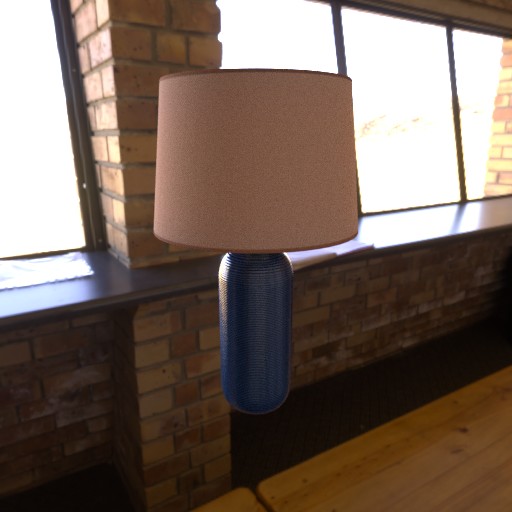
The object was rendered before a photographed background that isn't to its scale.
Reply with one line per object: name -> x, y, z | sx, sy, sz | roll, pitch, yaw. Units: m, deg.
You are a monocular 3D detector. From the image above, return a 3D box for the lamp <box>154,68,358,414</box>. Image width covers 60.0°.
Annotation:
lamp -> 0.000, 0.000, 0.828 | 0.367, 0.609, 0.367 | 0, 15, 0
